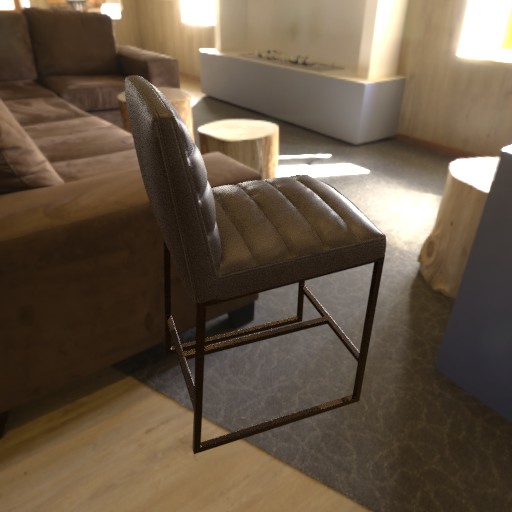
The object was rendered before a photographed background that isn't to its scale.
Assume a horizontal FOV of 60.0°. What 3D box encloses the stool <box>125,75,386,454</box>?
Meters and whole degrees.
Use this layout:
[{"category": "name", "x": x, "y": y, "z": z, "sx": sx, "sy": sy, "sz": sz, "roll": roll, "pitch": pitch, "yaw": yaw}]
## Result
[{"category": "stool", "x": 0.000, "y": 0.000, "z": 1.258, "sx": 0.562, "sy": 0.946, "sz": 0.463, "roll": -11, "pitch": 33, "yaw": -17}]
